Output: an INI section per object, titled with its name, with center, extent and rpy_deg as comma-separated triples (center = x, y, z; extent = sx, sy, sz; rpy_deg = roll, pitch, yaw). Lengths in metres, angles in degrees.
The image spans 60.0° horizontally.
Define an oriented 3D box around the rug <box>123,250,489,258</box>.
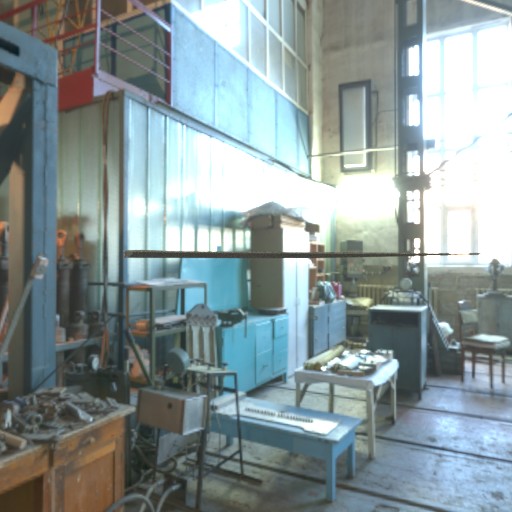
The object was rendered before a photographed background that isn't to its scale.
[rug]
center = 0.000, 0.000, 4.250
extent = 2.437, 0.015, 3.205
rpy_deg = 0, -1, -17
